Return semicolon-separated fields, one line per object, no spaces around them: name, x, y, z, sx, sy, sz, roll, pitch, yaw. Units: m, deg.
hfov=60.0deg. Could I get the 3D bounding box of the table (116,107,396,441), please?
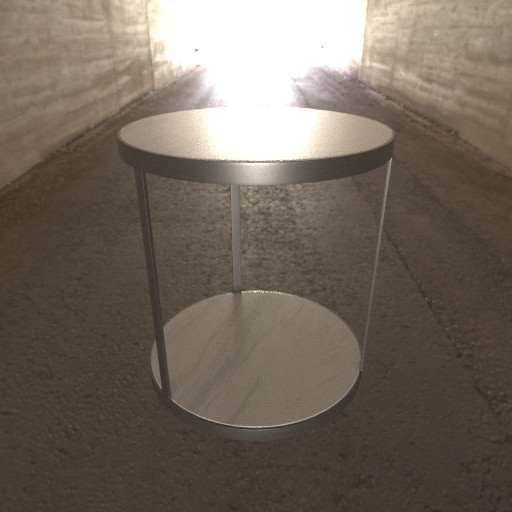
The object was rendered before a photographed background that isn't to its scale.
table;0.000;0.000;0.840;0.445;0.479;0.445;0;27;0
